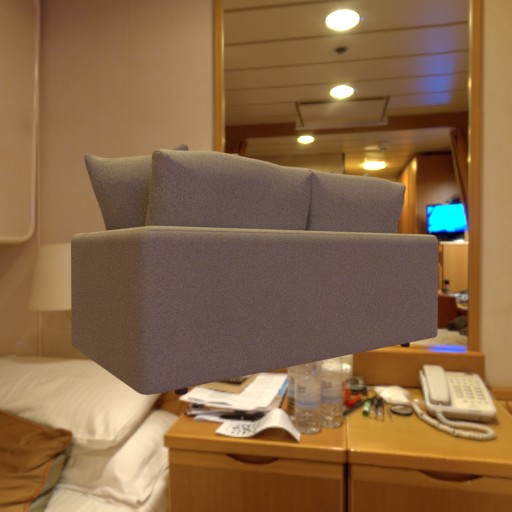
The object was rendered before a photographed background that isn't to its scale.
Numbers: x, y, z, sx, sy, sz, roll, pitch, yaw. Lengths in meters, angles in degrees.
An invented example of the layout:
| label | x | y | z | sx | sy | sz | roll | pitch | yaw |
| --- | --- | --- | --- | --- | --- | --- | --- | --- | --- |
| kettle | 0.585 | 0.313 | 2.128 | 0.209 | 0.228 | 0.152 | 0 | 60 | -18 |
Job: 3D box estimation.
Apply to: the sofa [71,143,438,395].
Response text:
| label | x | y | z | sx | sy | sz | roll | pitch | yaw |
| --- | --- | --- | --- | --- | --- | --- | --- | --- | --- |
| sofa | 0.000 | 0.000 | 2.612 | 1.869 | 1.080 | 1.228 | -1 | 1 | -36 |
